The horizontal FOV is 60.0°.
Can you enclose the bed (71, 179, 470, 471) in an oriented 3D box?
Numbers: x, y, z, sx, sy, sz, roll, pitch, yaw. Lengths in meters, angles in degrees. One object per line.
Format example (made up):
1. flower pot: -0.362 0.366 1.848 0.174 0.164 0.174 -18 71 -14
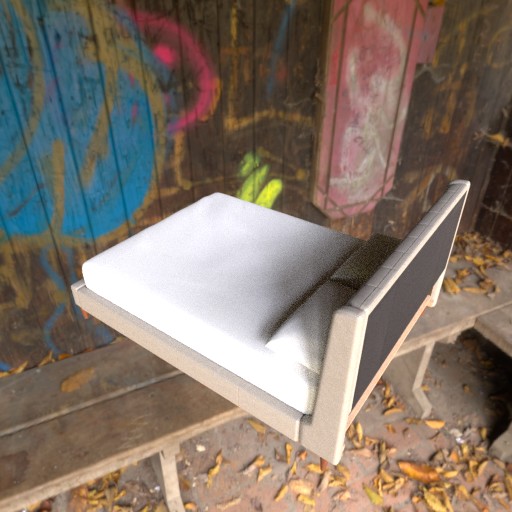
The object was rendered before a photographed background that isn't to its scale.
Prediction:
1. bed: 0.000 0.000 3.151 2.232 1.147 1.656 22 39 30
